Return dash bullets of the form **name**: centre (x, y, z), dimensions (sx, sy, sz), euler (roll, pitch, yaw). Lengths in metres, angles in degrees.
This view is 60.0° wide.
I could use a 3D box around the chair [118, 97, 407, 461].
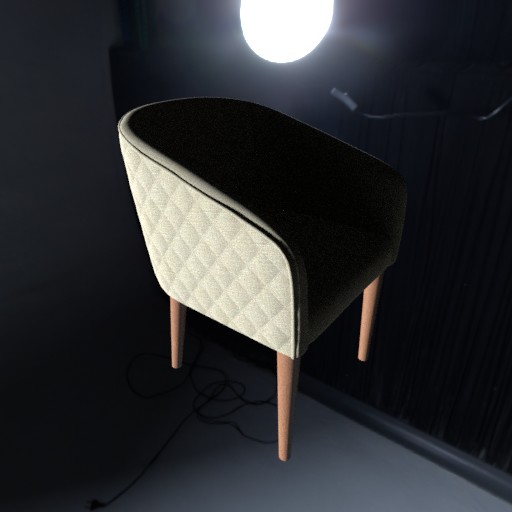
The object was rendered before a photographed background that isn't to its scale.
- **chair**: centre (0.000, 0.000, 1.222), dimensions (0.616, 0.775, 0.584), euler (18, 32, 32)
